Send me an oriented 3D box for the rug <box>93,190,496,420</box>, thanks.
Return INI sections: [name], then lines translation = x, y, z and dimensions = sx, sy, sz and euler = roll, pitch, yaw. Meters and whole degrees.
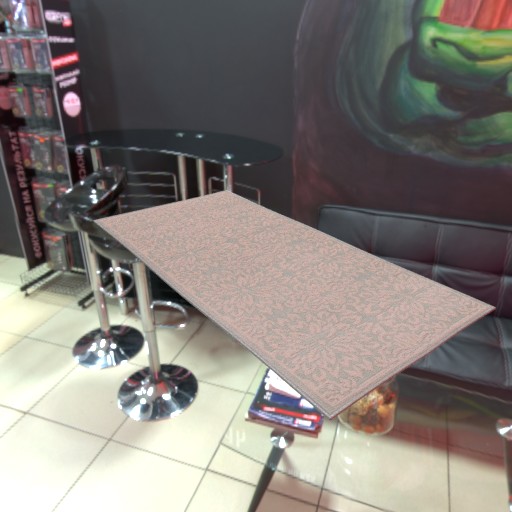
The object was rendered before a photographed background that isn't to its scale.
[rug]
translation = 0.000, 0.000, 1.395
dimensions = 0.604, 0.007, 1.219
euler = -19, 32, -33
